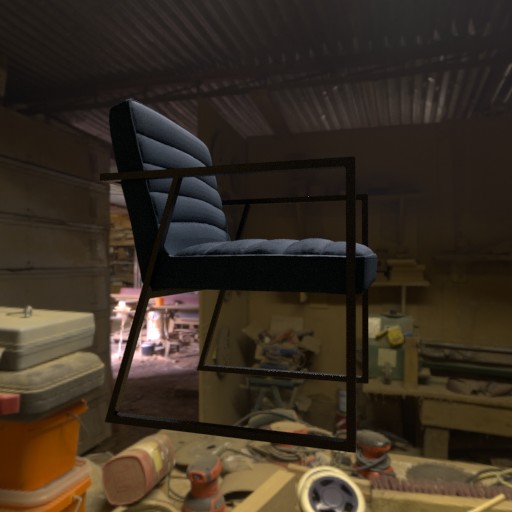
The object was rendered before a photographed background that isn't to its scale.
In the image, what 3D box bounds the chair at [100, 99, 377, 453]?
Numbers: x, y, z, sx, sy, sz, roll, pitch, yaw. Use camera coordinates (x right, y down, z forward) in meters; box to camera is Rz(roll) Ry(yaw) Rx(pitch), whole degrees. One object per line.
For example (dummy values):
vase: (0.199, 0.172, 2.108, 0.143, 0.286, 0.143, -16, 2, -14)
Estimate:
chair: (0.000, 0.000, 1.292, 0.677, 0.833, 0.571, 0, -1, 17)
